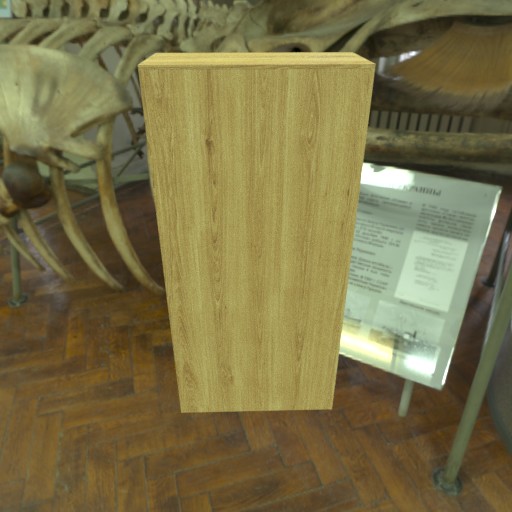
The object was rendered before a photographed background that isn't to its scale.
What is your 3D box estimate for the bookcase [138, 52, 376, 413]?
[{"bbox_3d":[0.000,0.000,2.461,0.950,2.020,0.420,-1,30,-1],"label":"bookcase"}]
